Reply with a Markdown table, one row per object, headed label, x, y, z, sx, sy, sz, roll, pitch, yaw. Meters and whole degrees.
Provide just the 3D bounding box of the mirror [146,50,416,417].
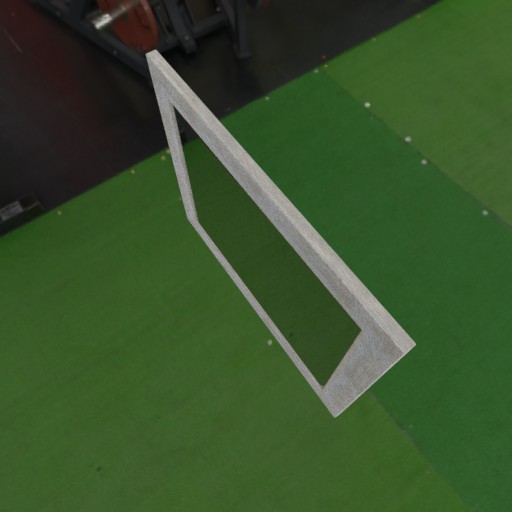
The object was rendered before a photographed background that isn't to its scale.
| label | x | y | z | sx | sy | sz | roll | pitch | yaw |
| --- | --- | --- | --- | --- | --- | --- | --- | --- | --- |
| mirror | 0.000 | 0.000 | 1.150 | 0.028 | 0.689 | 0.839 | -32 | 67 | -15 |
